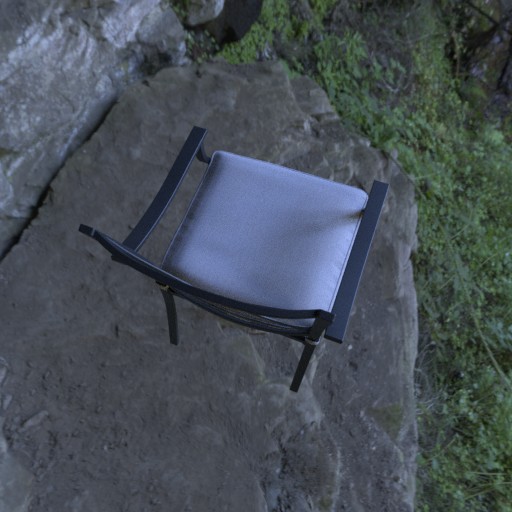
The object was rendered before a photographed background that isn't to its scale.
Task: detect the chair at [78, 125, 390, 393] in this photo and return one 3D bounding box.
[{"bbox_3d":[0.000,0.000,1.280,0.575,0.889,0.620,19,65,9],"label":"chair"}]
